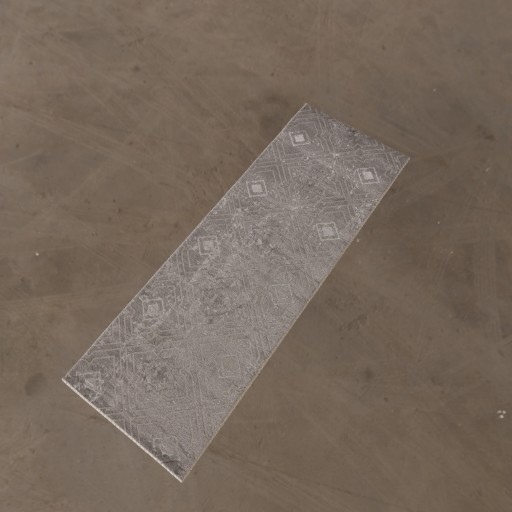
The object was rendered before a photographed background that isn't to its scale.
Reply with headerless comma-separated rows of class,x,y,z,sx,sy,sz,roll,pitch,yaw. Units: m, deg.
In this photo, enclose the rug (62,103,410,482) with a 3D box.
rug,0.000,0.000,2.655,0.832,0.035,2.381,33,69,14
